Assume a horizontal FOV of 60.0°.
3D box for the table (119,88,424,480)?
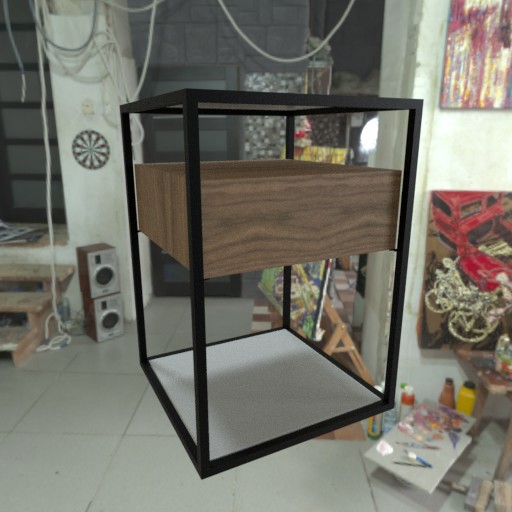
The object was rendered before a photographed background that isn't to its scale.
[{"bbox_3d":[0.000,0.000,0.823,0.378,0.540,0.378,-8,17,-26],"label":"table"}]
